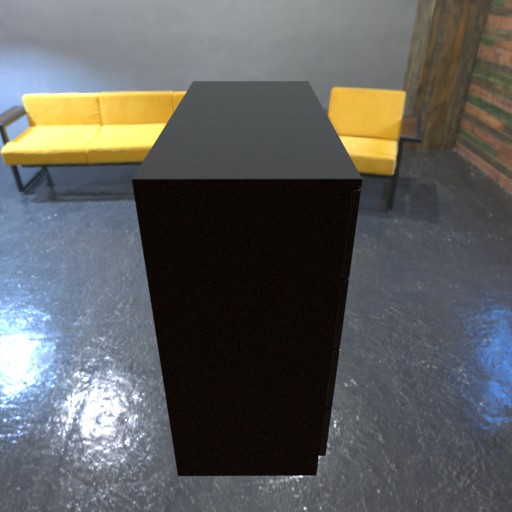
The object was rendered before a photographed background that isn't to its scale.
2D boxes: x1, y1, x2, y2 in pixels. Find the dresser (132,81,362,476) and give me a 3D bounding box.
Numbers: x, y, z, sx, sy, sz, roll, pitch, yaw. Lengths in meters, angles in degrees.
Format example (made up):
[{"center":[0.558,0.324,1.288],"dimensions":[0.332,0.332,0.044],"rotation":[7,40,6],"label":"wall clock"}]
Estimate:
[{"center":[0.000,0.000,1.144],"dimensions":[0.360,0.720,0.750],"rotation":[0,32,0],"label":"dresser"}]
